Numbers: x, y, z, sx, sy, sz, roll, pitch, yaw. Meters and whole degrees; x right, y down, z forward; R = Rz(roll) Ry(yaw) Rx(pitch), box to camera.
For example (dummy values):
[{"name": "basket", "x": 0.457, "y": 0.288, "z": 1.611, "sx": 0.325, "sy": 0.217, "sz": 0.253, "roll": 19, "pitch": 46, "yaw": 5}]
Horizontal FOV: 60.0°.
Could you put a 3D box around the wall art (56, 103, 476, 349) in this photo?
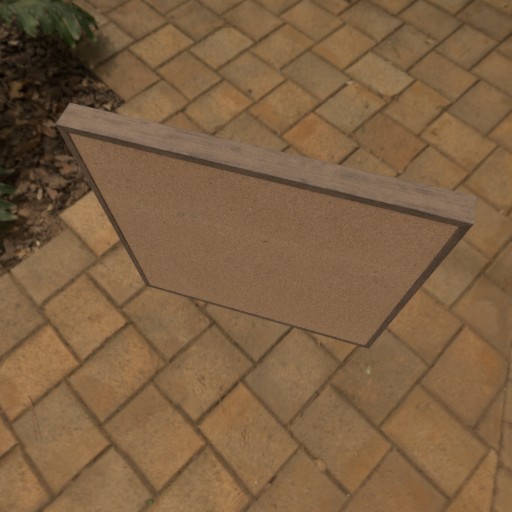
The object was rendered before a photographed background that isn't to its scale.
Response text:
[{"name": "wall art", "x": 0.000, "y": 0.000, "z": 0.751, "sx": 0.508, "sy": 0.508, "sz": 0.038, "roll": 15, "pitch": 64, "yaw": 7}]
